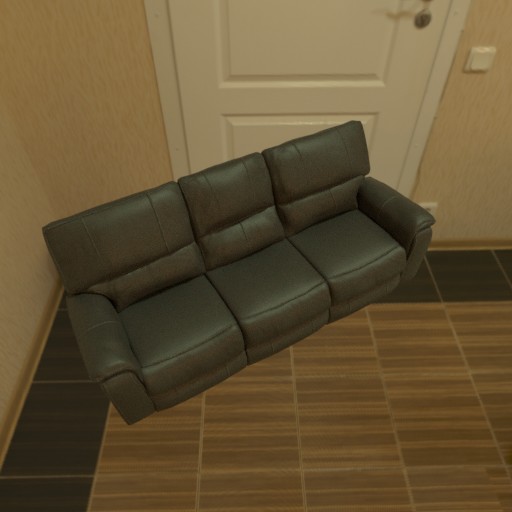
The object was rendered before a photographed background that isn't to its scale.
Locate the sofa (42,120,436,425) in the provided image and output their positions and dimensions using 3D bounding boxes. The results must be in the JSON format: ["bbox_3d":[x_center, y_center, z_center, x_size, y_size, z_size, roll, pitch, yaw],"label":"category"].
[{"bbox_3d":[0.000,0.000,3.232,2.627,1.134,1.104,-23,51,-20],"label":"sofa"}]
